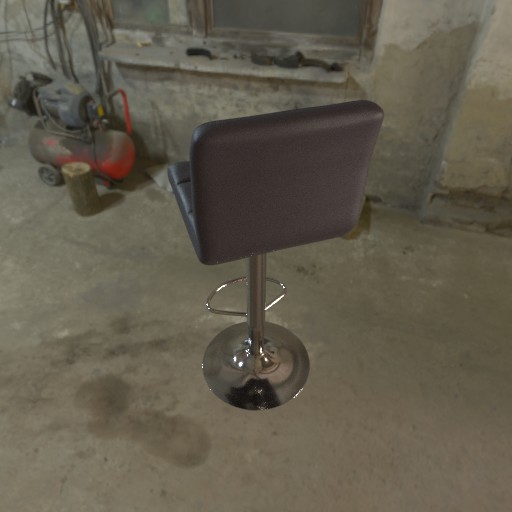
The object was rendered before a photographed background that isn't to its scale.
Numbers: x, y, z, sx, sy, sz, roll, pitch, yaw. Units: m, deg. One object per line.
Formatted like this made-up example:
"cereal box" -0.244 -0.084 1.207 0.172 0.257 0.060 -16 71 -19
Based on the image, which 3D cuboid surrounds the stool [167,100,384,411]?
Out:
"stool" 0.000 0.000 1.400 0.430 1.115 0.505 -13 42 -14
